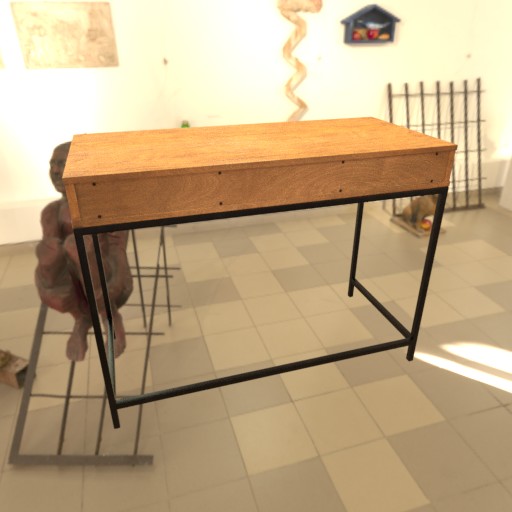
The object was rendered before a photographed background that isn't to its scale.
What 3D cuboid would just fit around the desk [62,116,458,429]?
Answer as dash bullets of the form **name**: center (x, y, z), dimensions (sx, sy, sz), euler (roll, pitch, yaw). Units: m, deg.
- **desk**: center (0.000, 0.000, 1.457), dimensions (1.016, 0.762, 0.470), euler (-8, 28, -15)
